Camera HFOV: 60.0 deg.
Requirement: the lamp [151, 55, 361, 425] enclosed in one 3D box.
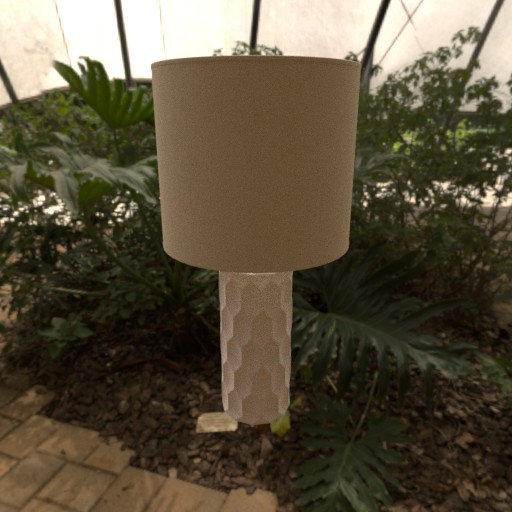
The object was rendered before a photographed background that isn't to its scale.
[{"bbox_3d":[0.000,0.000,0.680,0.277,0.537,0.277,-3,19,-9],"label":"lamp"}]
